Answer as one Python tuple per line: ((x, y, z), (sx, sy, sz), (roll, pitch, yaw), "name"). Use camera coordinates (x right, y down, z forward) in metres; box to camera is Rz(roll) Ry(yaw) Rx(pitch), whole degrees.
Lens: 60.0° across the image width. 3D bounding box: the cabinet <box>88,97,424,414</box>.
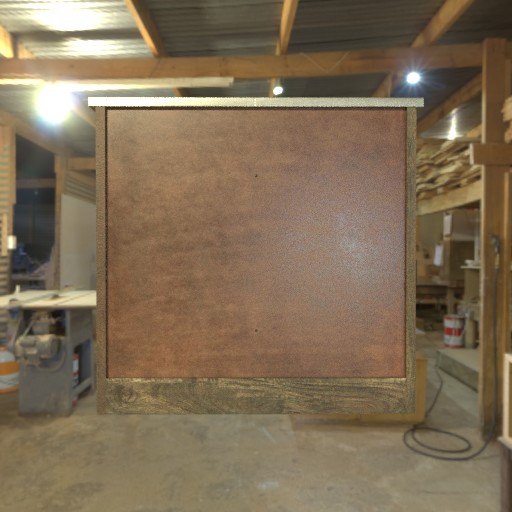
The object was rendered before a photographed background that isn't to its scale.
((0.000, 0.000, 1.451), (0.968, 0.919, 0.338), (0, 1, 0), "cabinet")
